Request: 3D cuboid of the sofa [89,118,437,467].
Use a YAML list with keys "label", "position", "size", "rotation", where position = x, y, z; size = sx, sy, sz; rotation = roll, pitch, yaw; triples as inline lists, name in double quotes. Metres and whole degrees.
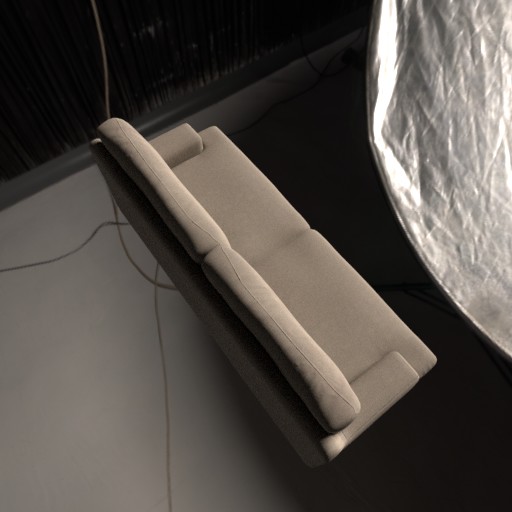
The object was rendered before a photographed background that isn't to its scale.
- label: "sofa"
  position: [0.000, 0.000, 2.817]
  size: [0.962, 0.980, 2.354]
  rotation: [-34, 67, -16]
